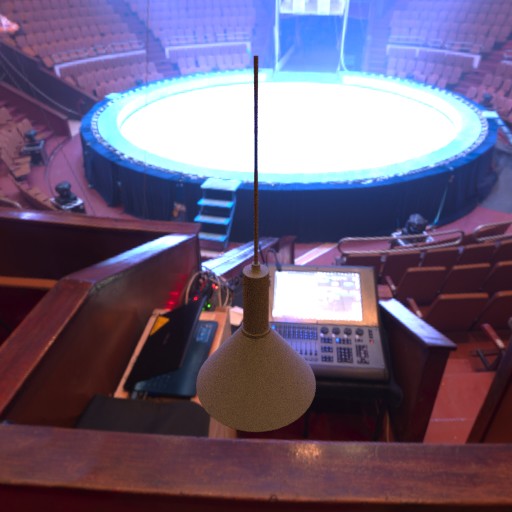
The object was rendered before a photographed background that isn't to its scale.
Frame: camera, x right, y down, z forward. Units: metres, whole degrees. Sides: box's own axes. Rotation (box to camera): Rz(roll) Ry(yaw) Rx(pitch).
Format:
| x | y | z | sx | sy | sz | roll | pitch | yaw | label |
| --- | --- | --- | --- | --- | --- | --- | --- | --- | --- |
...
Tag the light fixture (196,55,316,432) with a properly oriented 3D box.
| x | y | z | sx | sy | sz | roll | pitch | yaw | label |
| --- | --- | --- | --- | --- | --- | --- | --- | --- | --- |
| 0.000 | 0.000 | 0.821 | 0.267 | 0.683 | 0.267 | 0 | 32 | 0 | light fixture |
